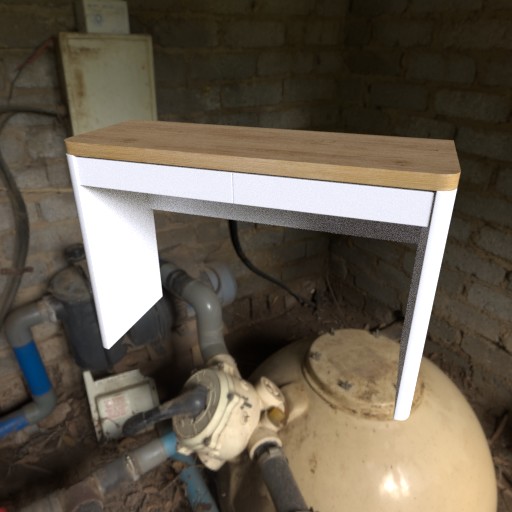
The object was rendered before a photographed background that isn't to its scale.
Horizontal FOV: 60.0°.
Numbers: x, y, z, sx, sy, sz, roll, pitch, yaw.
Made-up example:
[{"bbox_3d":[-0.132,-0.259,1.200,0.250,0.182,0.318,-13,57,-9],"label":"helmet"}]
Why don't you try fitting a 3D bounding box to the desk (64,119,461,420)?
[{"bbox_3d":[0.000,0.000,1.476,1.100,0.760,0.390,9,28,17],"label":"desk"}]
